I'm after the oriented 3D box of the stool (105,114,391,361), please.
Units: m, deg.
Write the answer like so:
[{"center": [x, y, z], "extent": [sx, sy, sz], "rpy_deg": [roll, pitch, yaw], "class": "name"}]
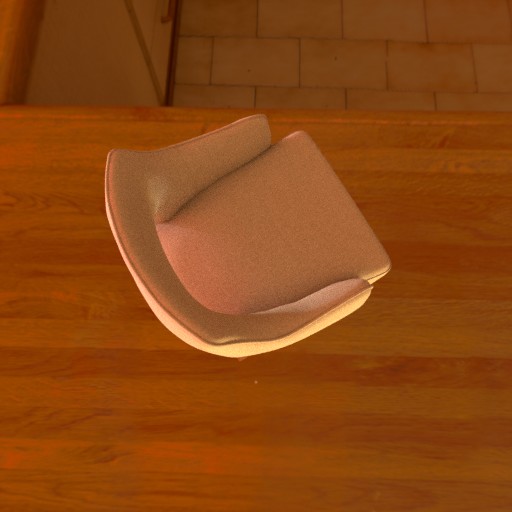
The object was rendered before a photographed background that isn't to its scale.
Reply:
[{"center": [0.000, 0.000, 1.272], "extent": [0.560, 0.936, 0.550], "rpy_deg": [-28, 76, -8], "class": "stool"}]
